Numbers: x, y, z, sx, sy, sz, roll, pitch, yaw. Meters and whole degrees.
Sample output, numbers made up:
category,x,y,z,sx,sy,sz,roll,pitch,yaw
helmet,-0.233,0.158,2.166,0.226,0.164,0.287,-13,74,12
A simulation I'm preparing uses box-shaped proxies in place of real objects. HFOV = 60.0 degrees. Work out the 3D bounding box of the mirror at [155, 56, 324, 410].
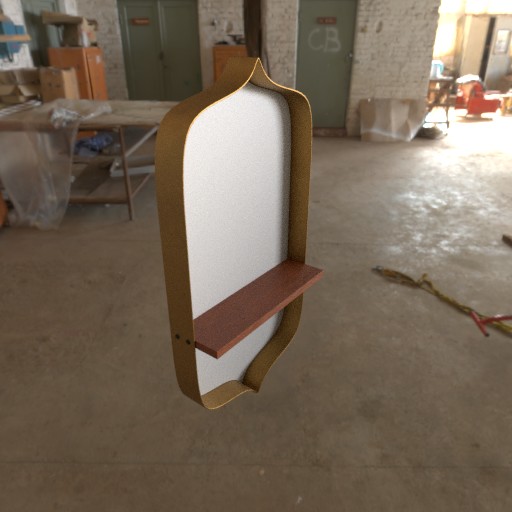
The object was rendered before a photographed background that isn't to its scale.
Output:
category,x,y,z,sx,sy,sz,roll,pitch,yaw
mirror,0.000,0.000,0.749,0.096,0.613,0.323,19,32,33
